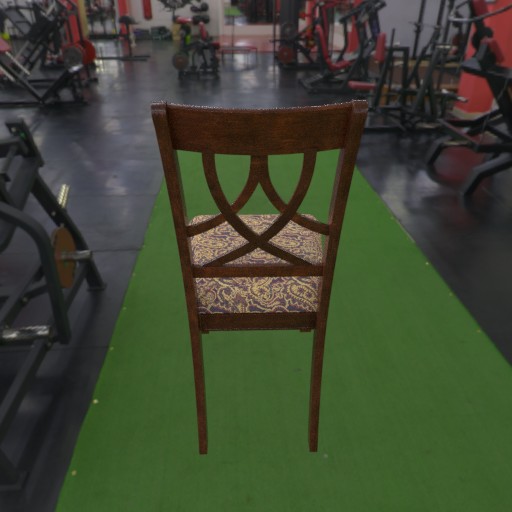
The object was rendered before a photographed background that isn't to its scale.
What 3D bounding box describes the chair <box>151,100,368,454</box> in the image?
[{"bbox_3d":[0.000,0.000,1.275,0.457,0.965,0.584,-1,30,-1],"label":"chair"}]
